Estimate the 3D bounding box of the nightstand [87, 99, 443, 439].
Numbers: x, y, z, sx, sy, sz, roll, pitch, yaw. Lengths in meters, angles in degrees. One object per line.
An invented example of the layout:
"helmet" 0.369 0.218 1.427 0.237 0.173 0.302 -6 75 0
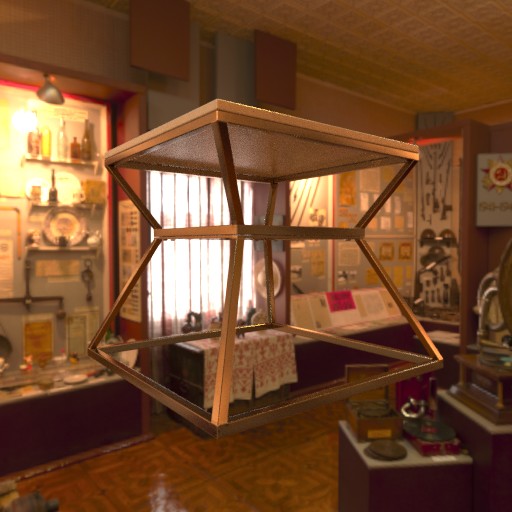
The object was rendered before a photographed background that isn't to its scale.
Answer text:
"nightstand" 0.000 0.000 0.892 0.513 0.426 0.514 -1 2 -37
